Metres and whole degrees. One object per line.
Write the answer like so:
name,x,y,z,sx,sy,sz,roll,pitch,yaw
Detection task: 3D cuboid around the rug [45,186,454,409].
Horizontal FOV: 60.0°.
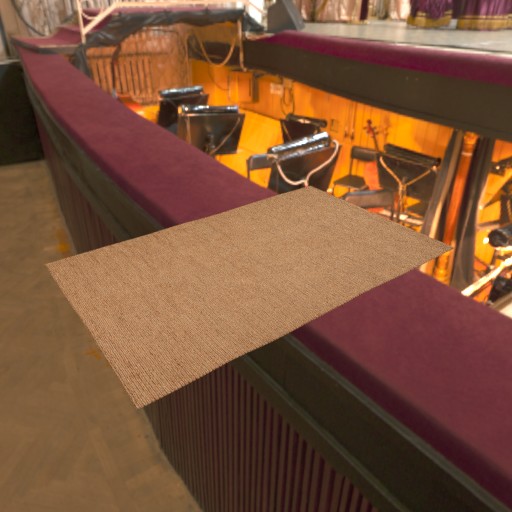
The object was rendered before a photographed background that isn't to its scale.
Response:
rug,0.000,0.000,3.102,2.439,0.011,1.533,-21,36,-31
